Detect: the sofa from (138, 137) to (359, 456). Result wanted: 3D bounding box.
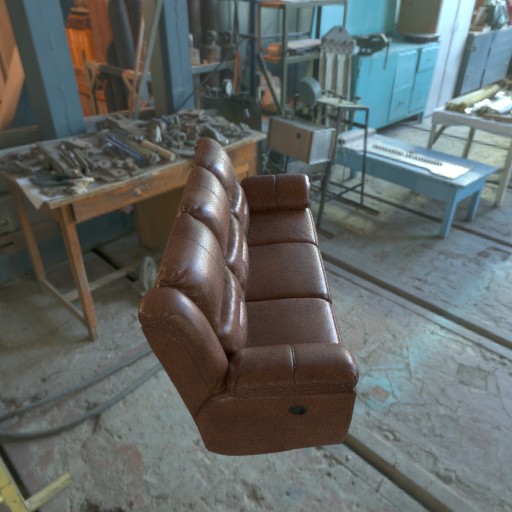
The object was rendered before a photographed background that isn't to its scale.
[{"bbox_3d":[0.000,0.000,2.943,0.991,1.043,2.337,0,33,0],"label":"sofa"}]
